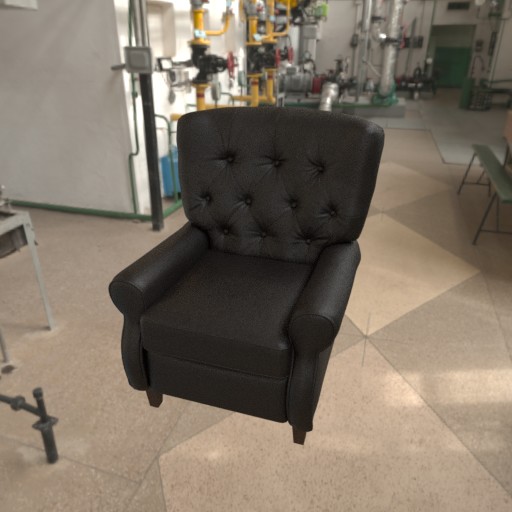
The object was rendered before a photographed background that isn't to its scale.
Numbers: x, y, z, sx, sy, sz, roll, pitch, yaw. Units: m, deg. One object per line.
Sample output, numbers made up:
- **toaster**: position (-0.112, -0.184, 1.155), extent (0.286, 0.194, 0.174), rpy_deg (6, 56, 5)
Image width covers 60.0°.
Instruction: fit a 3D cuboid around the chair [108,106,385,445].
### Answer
- **chair**: position (0.000, 0.000, 1.953), extent (0.948, 1.158, 1.058), rpy_deg (8, 27, 16)
